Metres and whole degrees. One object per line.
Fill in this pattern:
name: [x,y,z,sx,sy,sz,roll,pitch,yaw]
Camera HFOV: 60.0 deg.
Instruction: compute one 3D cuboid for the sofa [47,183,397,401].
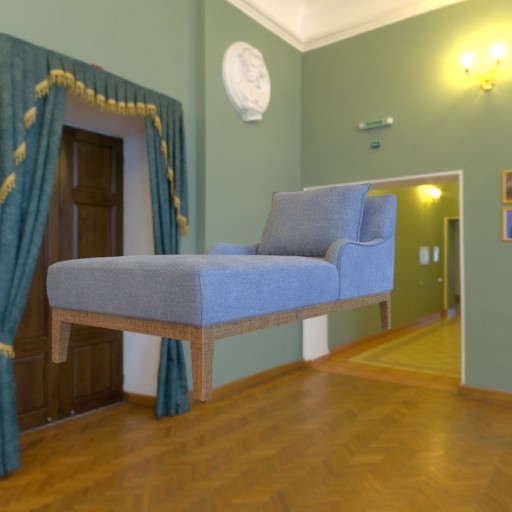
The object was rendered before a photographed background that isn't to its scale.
sofa: [0.000,0.000,2.296,0.904,0.883,1.779,0,0,36]
